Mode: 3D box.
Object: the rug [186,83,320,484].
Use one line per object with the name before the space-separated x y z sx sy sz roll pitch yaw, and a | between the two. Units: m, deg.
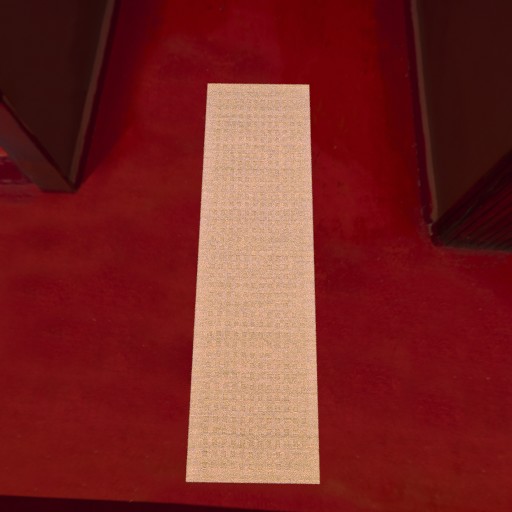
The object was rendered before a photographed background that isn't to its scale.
rug | 0.000 0.000 2.639 0.686 0.006 2.437 1 73 0
